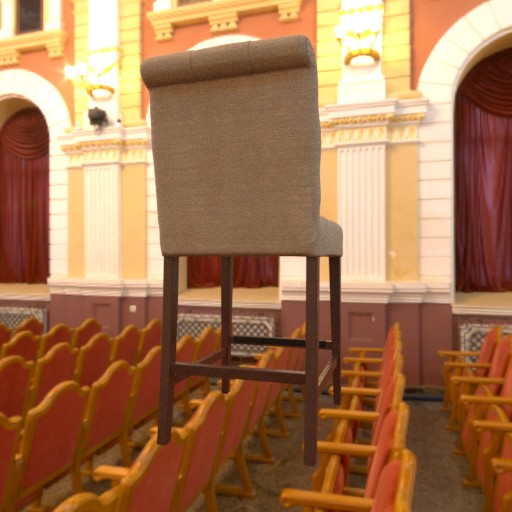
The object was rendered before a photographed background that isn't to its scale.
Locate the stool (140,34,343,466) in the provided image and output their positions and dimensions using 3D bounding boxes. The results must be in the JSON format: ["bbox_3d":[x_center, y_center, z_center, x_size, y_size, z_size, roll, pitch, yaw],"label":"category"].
[{"bbox_3d":[0.000,0.000,1.421,0.486,1.084,0.660,0,-1,18],"label":"stool"}]
